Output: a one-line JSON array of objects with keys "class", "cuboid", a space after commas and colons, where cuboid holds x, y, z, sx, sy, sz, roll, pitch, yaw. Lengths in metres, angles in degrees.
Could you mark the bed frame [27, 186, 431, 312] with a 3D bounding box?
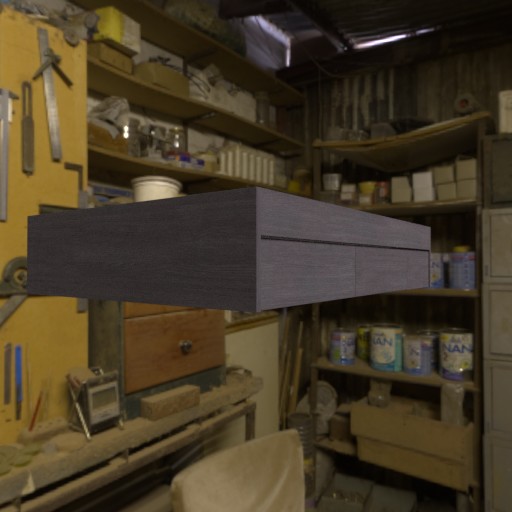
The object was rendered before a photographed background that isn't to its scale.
[{"class": "bed frame", "cuboid": [0.000, 0.000, 2.596, 1.448, 0.459, 1.944, -1, -1, 37]}]
